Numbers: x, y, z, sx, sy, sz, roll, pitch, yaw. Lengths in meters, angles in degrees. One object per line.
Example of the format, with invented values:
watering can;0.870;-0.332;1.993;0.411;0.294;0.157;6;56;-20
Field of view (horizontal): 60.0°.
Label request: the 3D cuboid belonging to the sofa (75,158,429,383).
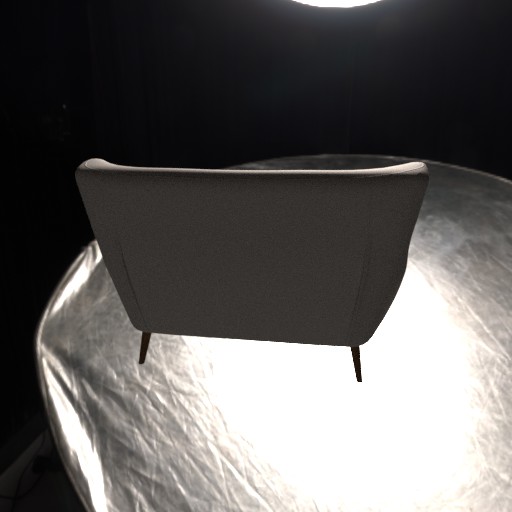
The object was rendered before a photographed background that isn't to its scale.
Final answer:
sofa;0.000;0.000;2.013;1.424;0.878;0.921;3;16;9
